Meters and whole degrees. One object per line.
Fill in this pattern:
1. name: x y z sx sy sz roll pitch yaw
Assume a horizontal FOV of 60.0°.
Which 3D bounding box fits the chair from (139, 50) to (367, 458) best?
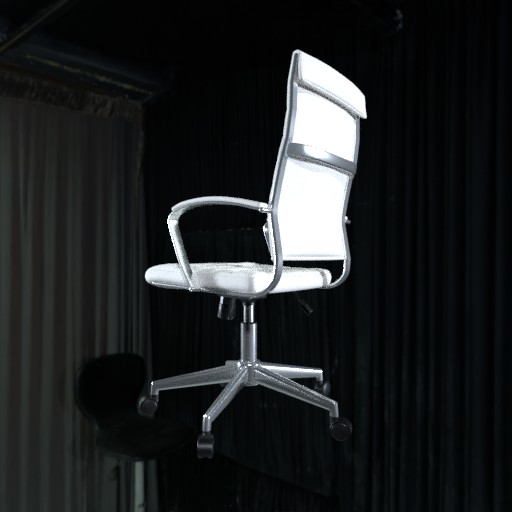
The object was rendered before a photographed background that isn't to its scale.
1. chair: 0.000 0.000 1.592 0.739 1.149 0.766 0 0 37
